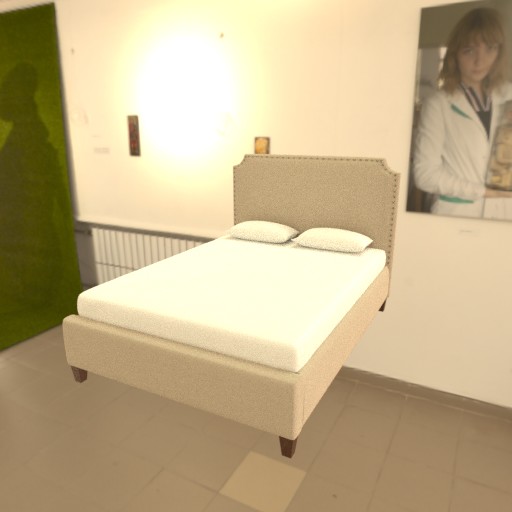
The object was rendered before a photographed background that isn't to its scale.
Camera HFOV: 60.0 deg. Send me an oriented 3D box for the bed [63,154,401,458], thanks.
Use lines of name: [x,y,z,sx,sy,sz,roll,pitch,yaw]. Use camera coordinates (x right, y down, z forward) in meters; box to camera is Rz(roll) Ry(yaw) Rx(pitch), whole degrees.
bed: [0.000,0.000,3.497,1.713,1.443,2.372,8,18,26]
